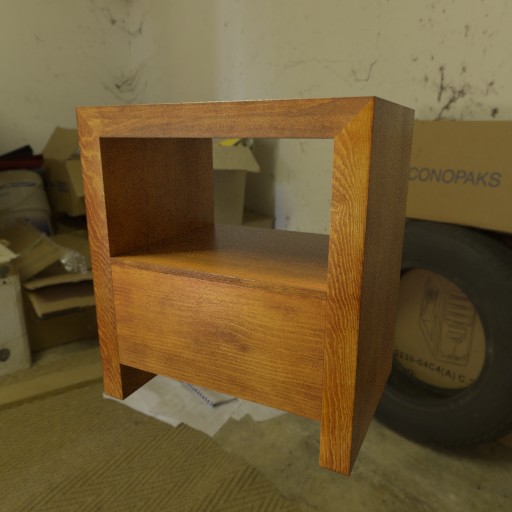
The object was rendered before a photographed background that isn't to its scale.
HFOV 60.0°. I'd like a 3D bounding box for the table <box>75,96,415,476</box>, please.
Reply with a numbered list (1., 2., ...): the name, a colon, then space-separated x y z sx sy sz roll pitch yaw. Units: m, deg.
1. table: 0.000 0.000 0.956 0.550 0.605 0.400 8 17 25
